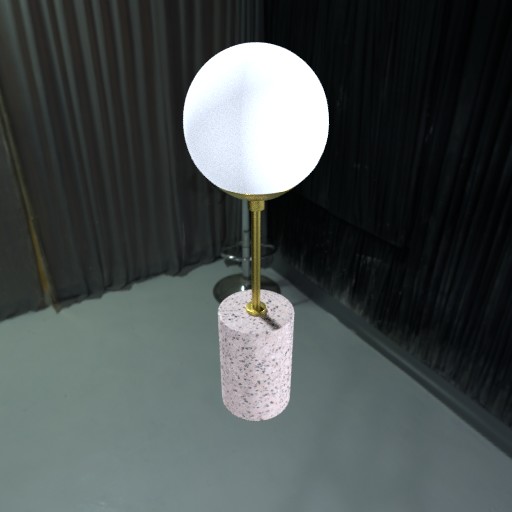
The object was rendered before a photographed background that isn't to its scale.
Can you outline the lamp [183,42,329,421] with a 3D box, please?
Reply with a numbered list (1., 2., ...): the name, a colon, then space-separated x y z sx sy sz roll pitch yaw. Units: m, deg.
1. lamp: 0.000 0.000 0.553 0.153 0.480 0.153 0 29 0
